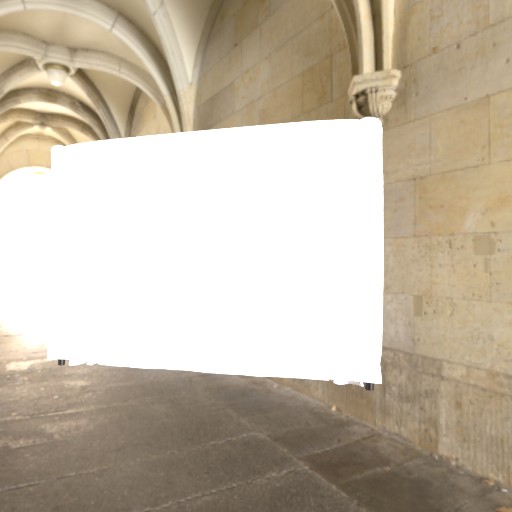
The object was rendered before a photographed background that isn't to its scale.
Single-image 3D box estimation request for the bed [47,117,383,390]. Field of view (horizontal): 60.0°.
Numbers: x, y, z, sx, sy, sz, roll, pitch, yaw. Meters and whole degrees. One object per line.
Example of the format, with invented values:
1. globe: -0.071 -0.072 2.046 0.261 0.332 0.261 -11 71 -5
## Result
1. bed: 0.000 0.000 3.447 1.925 1.332 2.276 0 -1 17
